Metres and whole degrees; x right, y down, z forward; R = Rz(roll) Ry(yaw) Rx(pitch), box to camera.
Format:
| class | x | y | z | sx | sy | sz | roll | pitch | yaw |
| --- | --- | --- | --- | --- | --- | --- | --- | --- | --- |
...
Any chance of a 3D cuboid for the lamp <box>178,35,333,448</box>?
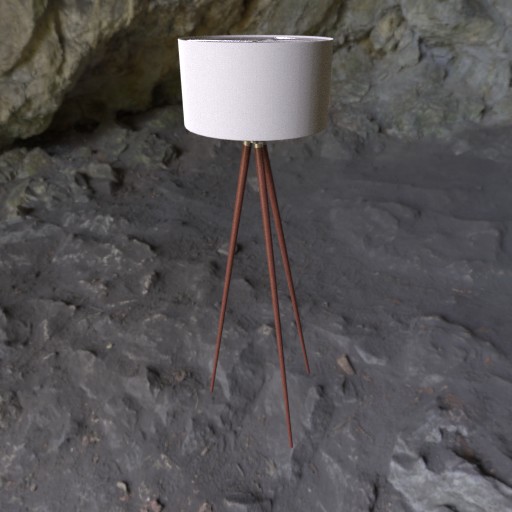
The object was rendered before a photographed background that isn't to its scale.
| class | x | y | z | sx | sy | sz | roll | pitch | yaw |
| --- | --- | --- | --- | --- | --- | --- | --- | --- | --- |
| lamp | 0.000 | 0.000 | 1.761 | 0.483 | 1.553 | 0.483 | 7 | 29 | 13 |
